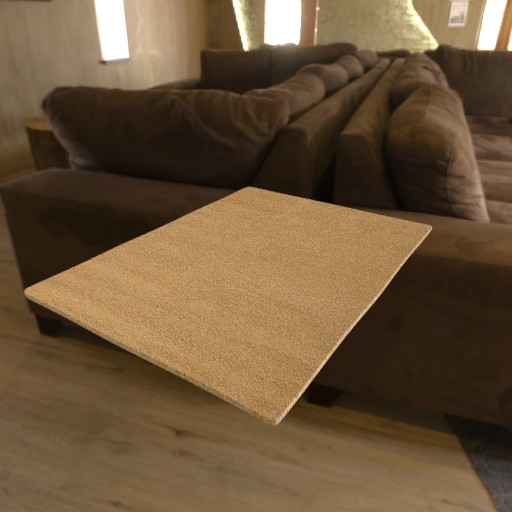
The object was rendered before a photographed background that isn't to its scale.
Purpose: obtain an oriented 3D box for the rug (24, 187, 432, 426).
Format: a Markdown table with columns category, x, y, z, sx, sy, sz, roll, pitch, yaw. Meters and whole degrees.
| category | x | y | z | sx | sy | sz | roll | pitch | yaw |
| --- | --- | --- | --- | --- | --- | --- | --- | --- | --- |
| rug | 0.000 | 0.000 | 2.073 | 1.199 | 0.025 | 1.600 | 17 | 32 | 30 |
